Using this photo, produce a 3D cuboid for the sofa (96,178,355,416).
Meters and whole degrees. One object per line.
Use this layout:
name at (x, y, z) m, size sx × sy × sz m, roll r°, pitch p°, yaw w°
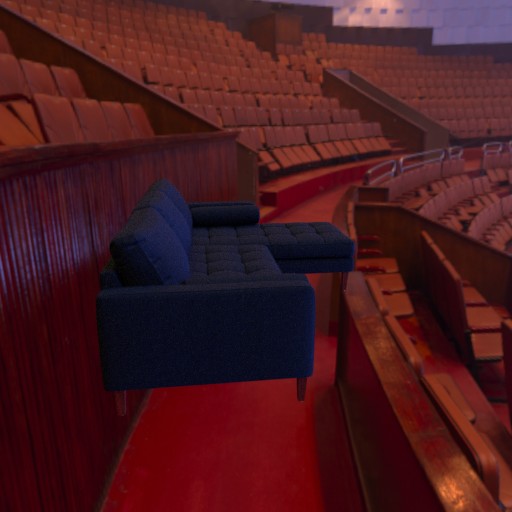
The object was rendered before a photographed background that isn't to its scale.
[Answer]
sofa at (0.000, 0.000, 2.964) m, size 1.613 × 0.841 × 2.185 m, roll -2°, pitch 17°, yaw -7°
